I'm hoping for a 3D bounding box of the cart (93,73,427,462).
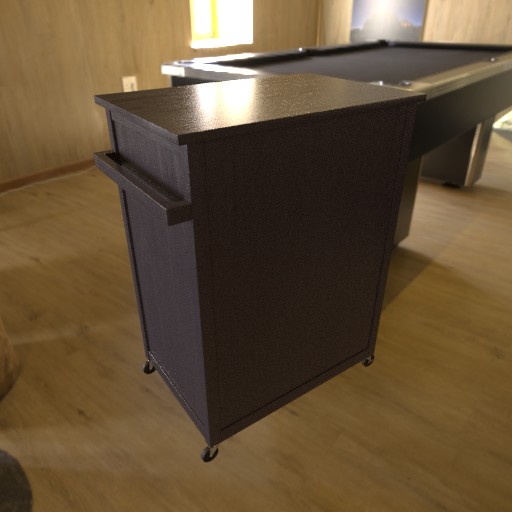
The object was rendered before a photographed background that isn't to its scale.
[{"bbox_3d":[0.000,0.000,1.265,0.690,0.878,0.449,-19,35,-30],"label":"cart"}]
